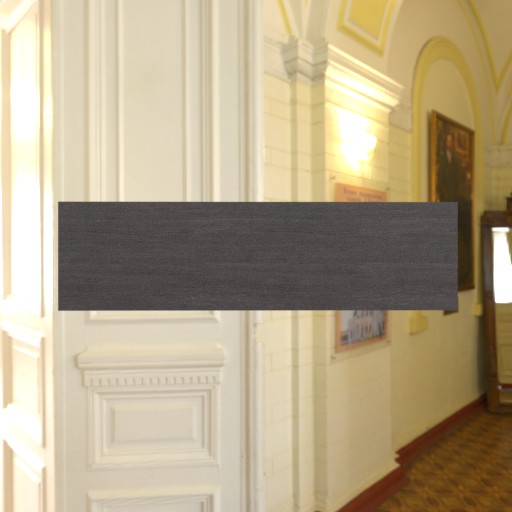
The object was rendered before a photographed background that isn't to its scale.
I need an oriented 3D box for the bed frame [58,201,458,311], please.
[{"bbox_3d":[0.000,0.000,2.578,1.448,0.459,1.944,0,0,-1],"label":"bed frame"}]
